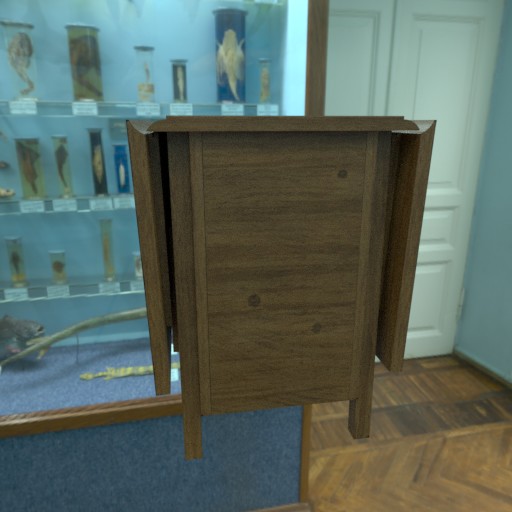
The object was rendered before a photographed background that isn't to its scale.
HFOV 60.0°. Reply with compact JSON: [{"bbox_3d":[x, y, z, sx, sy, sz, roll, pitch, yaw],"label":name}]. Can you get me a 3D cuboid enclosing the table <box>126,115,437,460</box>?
[{"bbox_3d":[0.000,0.000,1.280,0.591,0.763,0.746,-3,17,-9],"label":"table"}]
